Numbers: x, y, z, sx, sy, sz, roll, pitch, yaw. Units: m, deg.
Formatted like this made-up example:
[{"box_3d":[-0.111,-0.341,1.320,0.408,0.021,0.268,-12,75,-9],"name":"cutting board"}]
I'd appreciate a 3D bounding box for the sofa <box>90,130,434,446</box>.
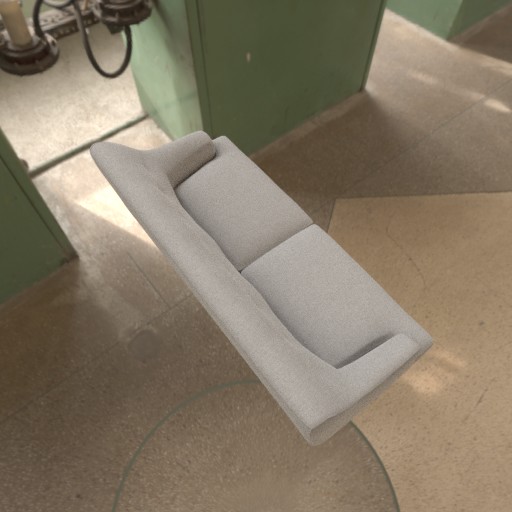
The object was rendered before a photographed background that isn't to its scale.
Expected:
[{"box_3d":[0.000,0.000,2.669,0.978,0.871,2.057,-33,64,-19],"name":"sofa"}]
